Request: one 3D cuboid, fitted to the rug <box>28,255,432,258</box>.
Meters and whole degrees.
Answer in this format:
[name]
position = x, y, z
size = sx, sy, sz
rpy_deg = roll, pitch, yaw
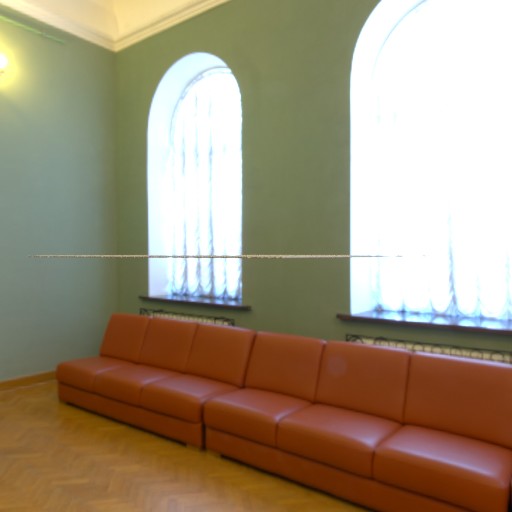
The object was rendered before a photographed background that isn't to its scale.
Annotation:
[rug]
position = 0.000, 0.000, 3.962
size = 2.312, 0.013, 2.940
rpy_deg = 0, 0, 36
